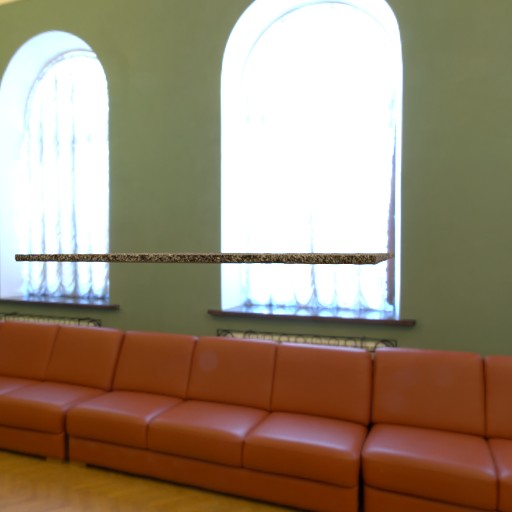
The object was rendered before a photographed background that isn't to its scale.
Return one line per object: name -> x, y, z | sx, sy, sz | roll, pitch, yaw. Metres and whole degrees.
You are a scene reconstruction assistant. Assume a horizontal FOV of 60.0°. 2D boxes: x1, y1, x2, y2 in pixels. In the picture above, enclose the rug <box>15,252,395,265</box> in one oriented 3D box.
rug -> 0.000, 0.000, 2.074 | 1.198, 0.025, 1.601 | 0, 1, 19
